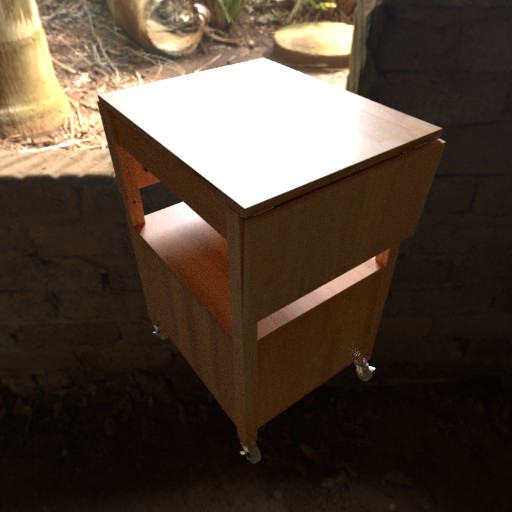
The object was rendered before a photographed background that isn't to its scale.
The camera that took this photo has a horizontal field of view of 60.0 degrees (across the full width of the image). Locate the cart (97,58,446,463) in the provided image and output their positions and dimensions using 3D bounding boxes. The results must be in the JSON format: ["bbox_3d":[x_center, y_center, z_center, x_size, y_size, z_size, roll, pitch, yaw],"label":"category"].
[{"bbox_3d":[0.000,0.000,1.249,0.508,0.838,0.640,-25,46,-27],"label":"cart"}]
